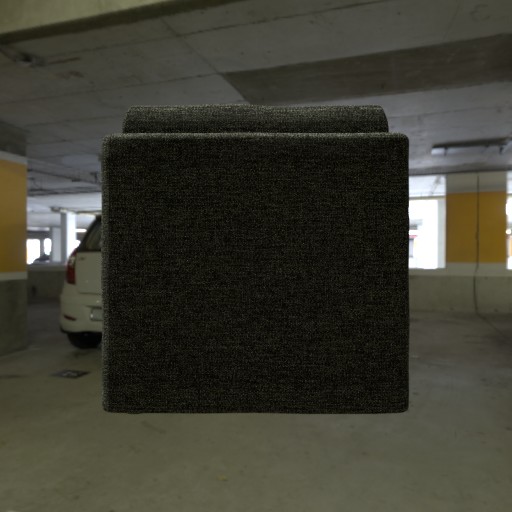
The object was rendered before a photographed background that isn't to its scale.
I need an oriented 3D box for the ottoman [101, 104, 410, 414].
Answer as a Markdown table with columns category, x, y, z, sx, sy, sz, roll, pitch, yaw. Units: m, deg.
| category | x | y | z | sx | sy | sz | roll | pitch | yaw |
| --- | --- | --- | --- | --- | --- | --- | --- | --- | --- |
| ottoman | 0.000 | 0.000 | 0.844 | 0.450 | 0.463 | 0.450 | 0 | 0 | 0 |
